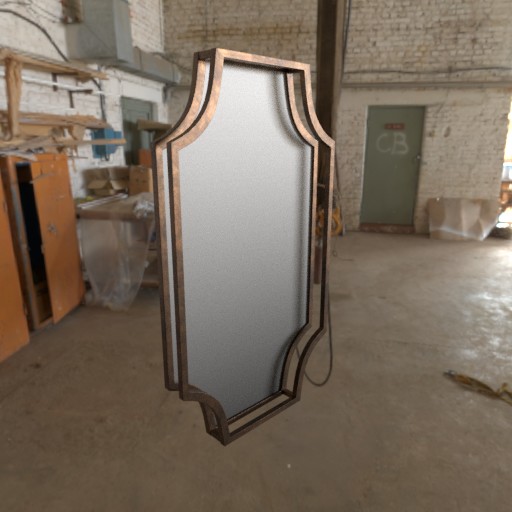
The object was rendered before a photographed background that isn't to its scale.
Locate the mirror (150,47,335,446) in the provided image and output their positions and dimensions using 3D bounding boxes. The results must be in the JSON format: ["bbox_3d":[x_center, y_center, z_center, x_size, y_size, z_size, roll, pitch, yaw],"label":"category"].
[{"bbox_3d":[0.000,0.000,0.984,0.462,0.811,0.066,-14,20,-42],"label":"mirror"}]
